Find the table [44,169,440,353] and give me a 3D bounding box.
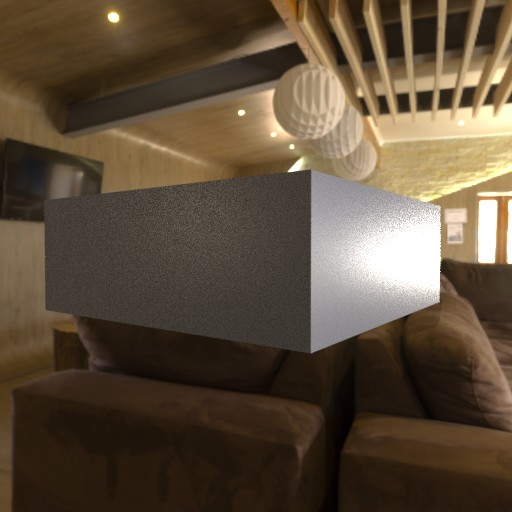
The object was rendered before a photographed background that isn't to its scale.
[{"bbox_3d":[0.000,0.000,1.262,0.801,0.299,0.801,1,2,36],"label":"table"}]
